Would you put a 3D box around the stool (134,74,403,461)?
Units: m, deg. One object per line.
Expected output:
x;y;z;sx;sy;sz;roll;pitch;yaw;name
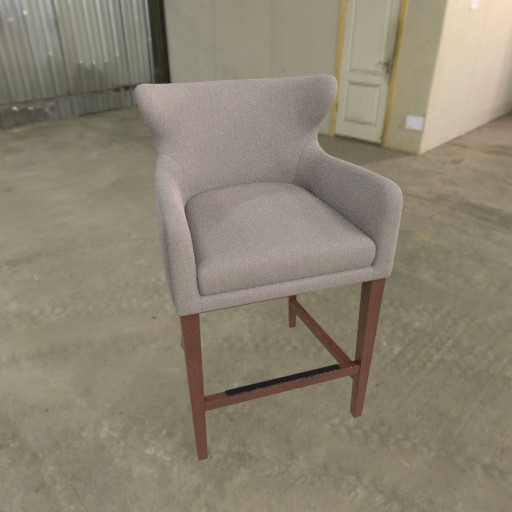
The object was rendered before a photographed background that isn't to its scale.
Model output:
0.000;0.000;1.325;0.575;0.951;0.575;-9;32;-15;stool
